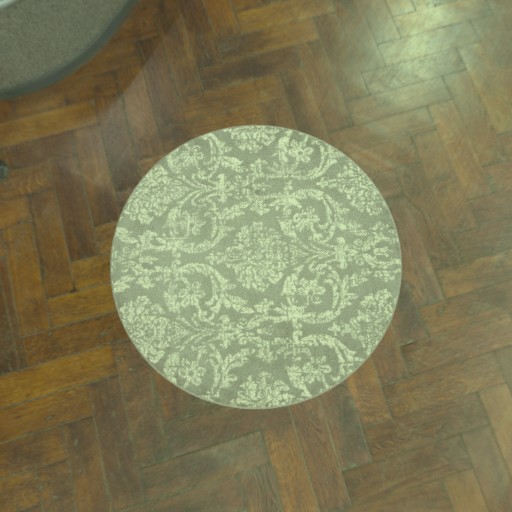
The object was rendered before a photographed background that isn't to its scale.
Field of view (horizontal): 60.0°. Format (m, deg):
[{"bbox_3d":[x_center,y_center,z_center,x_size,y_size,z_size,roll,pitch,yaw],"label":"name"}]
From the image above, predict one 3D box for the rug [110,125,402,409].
[{"bbox_3d":[0.000,0.000,2.426,1.593,0.012,1.593,0,76,0],"label":"rug"}]
